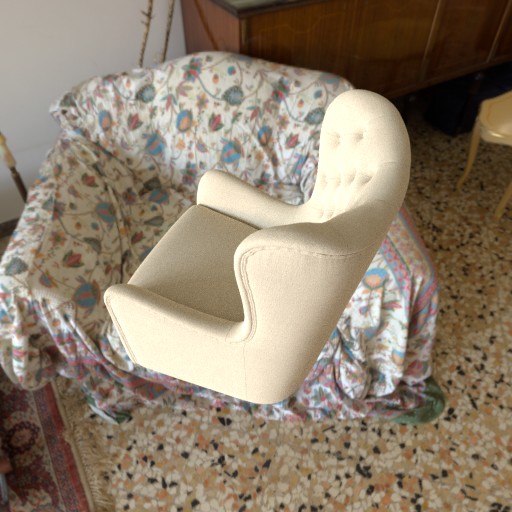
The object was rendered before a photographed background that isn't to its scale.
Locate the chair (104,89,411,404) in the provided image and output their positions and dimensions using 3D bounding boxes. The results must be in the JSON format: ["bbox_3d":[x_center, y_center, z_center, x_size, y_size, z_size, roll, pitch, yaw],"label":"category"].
[{"bbox_3d":[0.000,0.000,1.715,0.929,1.079,0.831,17,49,16],"label":"chair"}]
